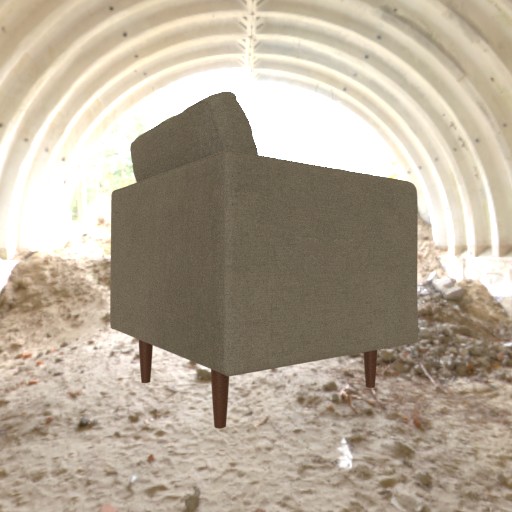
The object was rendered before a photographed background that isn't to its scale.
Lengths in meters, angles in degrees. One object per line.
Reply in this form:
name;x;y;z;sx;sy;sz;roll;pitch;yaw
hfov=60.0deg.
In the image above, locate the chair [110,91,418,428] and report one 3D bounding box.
chair;0.000;0.000;1.600;0.800;0.927;0.855;0;0;-36
